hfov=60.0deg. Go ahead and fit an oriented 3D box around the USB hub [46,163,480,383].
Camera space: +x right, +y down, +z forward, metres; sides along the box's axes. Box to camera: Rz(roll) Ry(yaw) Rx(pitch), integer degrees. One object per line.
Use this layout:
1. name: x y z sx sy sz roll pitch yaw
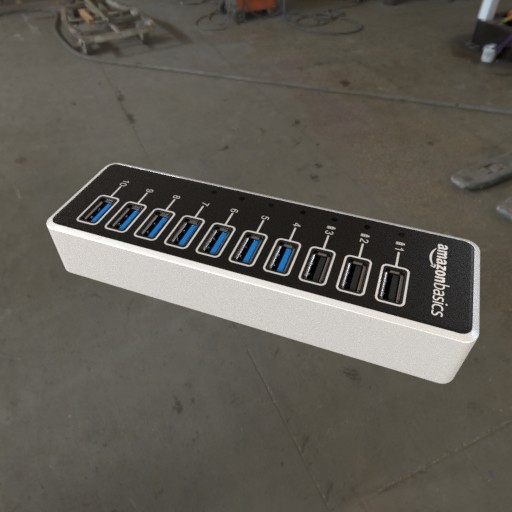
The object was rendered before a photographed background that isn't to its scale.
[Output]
1. USB hub: 0.000 0.000 0.160 0.145 0.023 0.044 14 46 14
